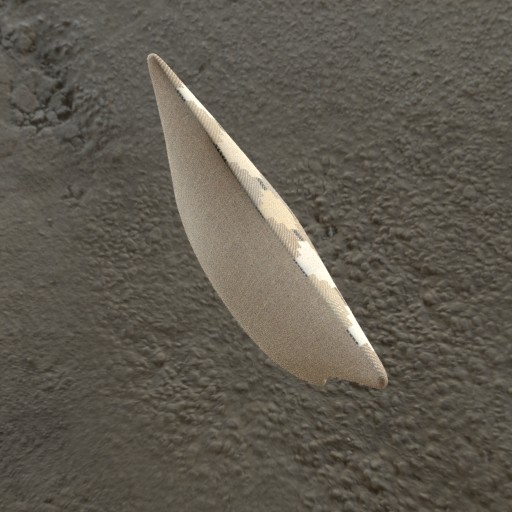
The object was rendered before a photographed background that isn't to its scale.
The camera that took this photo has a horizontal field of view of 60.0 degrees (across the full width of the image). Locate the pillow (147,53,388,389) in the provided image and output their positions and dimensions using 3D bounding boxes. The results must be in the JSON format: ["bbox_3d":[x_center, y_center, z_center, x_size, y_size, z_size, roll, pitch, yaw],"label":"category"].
[{"bbox_3d":[0.000,0.000,0.841,0.192,0.558,0.578,-32,77,-8],"label":"pillow"}]
